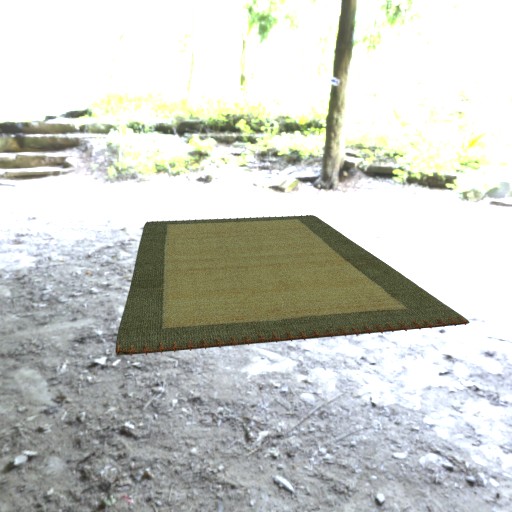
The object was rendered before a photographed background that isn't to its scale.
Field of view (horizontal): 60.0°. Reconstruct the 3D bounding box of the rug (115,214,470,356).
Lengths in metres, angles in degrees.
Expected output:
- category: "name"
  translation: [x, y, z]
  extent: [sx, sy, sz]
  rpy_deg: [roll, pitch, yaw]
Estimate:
- category: "rug"
  translation: [0.000, 0.000, 2.299]
  extent: [1.220, 0.019, 1.838]
  rpy_deg: [-3, 18, -10]
